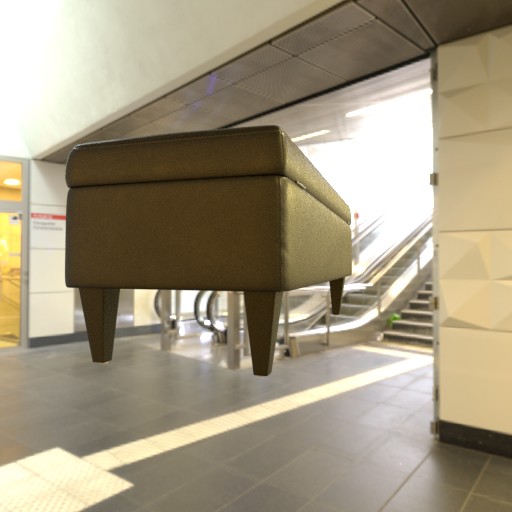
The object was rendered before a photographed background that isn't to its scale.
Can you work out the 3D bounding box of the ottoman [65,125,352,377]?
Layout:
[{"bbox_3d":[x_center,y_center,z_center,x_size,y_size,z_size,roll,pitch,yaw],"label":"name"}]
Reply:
[{"bbox_3d":[0.000,0.000,1.380,0.482,0.469,1.151,0,-1,18],"label":"ottoman"}]
